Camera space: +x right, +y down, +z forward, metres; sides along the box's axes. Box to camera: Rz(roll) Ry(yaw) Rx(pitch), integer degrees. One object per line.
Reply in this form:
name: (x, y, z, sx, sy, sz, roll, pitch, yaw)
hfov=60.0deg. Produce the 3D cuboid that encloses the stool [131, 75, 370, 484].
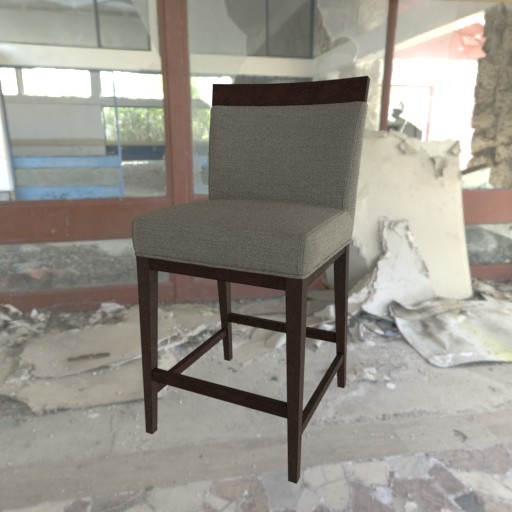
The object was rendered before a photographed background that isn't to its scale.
stool: (0.000, 0.000, 1.306, 0.512, 1.009, 0.531, 7, 17, 24)
